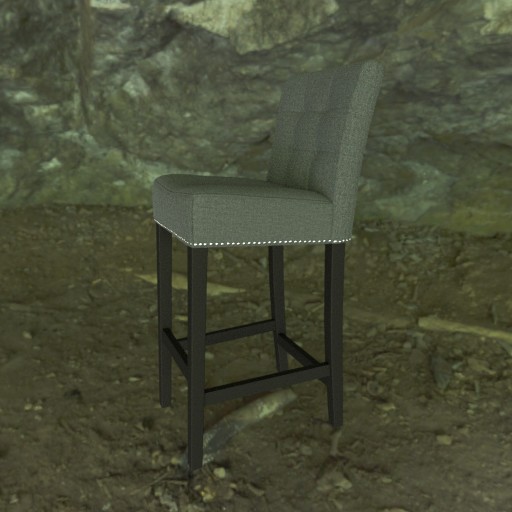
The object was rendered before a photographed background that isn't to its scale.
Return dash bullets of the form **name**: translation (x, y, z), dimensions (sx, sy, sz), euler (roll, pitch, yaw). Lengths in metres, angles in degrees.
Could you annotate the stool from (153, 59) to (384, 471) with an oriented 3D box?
- **stool**: translation (0.000, 0.000, 1.299), dimensions (0.548, 1.047, 0.411), euler (-8, 18, -25)
